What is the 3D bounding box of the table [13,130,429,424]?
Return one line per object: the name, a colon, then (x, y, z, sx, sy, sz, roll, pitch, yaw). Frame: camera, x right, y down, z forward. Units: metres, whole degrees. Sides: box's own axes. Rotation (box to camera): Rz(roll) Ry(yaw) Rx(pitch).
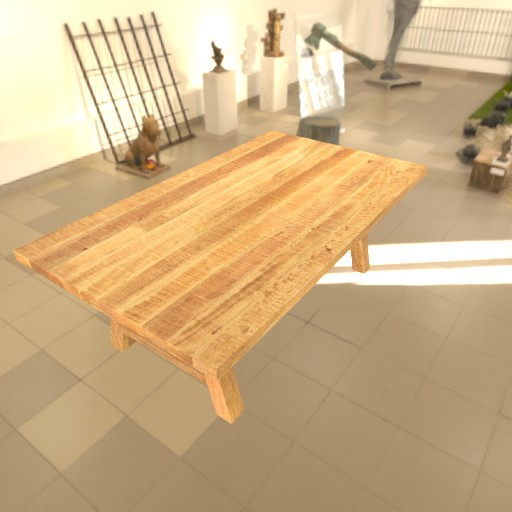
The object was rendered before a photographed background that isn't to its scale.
table: (0.000, 0.000, 1.652, 0.760, 0.455, 1.320, 22, 40, 29)
